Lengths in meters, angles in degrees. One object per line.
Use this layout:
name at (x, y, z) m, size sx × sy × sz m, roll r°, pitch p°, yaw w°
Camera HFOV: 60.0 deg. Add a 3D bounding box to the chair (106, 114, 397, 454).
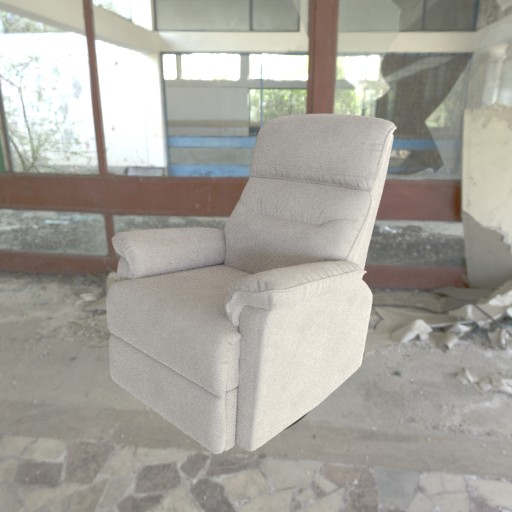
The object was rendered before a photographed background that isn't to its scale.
chair at (0.000, 0.000, 1.699) m, size 0.820 × 1.039 × 1.001 m, roll 16°, pitch 23°, yaw 40°
